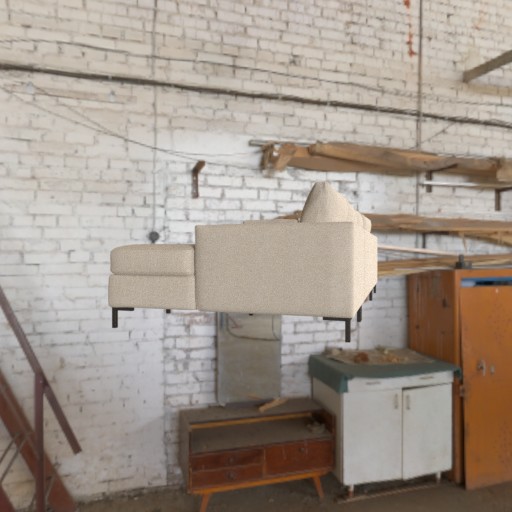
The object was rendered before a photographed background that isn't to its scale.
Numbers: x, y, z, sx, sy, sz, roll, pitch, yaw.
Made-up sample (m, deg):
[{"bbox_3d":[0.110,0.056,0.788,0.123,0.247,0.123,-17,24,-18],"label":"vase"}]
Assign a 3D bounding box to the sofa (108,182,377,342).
[{"bbox_3d":[0.000,0.000,3.952,1.989,0.862,2.984,0,1,18],"label":"sofa"}]
